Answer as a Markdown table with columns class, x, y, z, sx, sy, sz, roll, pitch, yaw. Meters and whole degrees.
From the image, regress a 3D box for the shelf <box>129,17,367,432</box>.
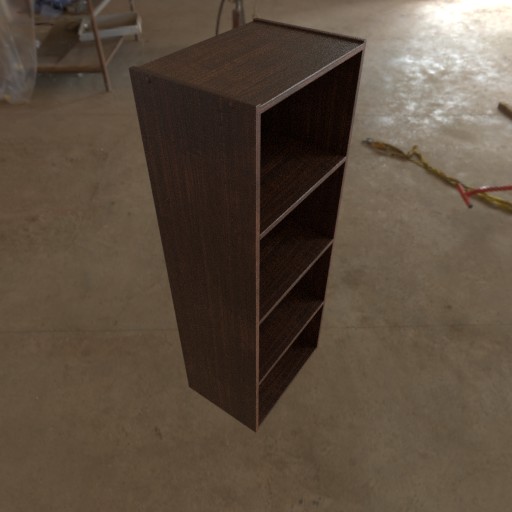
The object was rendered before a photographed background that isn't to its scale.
| class | x | y | z | sx | sy | sz | roll | pitch | yaw |
| --- | --- | --- | --- | --- | --- | --- | --- | --- | --- |
| shelf | 0.000 | 0.000 | 1.254 | 0.290 | 1.099 | 0.415 | 26 | 48 | 25 |
